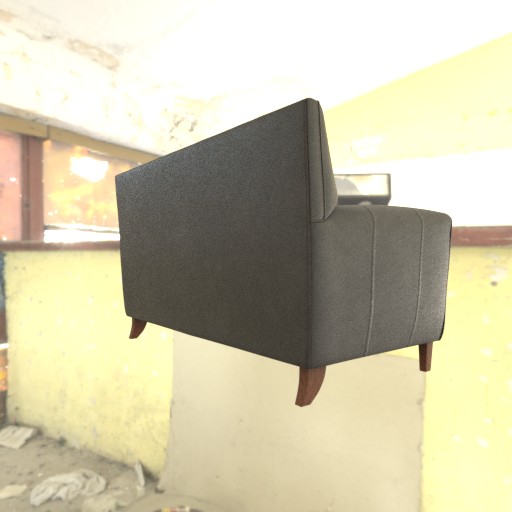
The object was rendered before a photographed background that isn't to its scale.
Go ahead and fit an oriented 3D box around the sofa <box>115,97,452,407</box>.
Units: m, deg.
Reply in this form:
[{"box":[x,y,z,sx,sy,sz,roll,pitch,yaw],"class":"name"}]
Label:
[{"box":[0.000,0.000,2.014,0.787,0.871,1.473,0,0,-37],"class":"sofa"}]
